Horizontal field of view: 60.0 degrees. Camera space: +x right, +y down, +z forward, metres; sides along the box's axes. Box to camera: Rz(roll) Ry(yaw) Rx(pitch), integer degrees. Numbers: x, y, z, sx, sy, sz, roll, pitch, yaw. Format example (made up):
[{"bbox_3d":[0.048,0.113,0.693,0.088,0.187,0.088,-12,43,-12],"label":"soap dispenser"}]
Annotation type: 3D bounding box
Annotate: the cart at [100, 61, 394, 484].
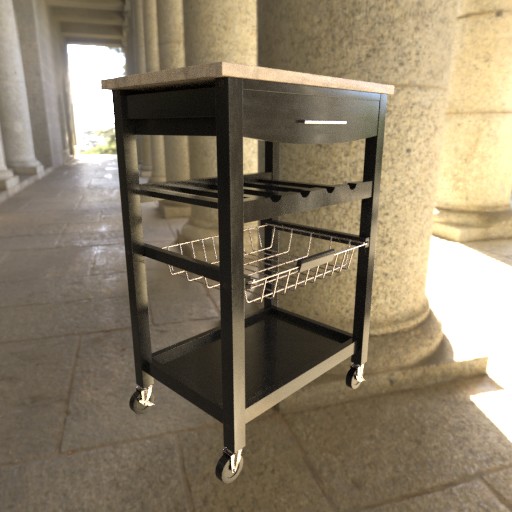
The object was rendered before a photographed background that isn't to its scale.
[{"bbox_3d":[0.000,0.000,1.146,0.403,0.839,0.584,15,22,42],"label":"cart"}]
